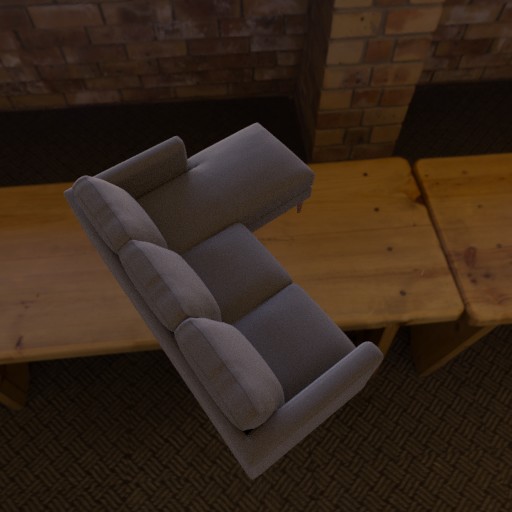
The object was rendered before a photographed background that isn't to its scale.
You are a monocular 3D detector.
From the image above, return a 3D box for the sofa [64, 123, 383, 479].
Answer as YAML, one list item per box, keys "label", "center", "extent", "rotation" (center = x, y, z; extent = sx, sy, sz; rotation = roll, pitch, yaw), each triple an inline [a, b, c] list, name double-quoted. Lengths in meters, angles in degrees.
- label: "sofa"
  center: [0.000, 0.000, 2.877]
  extent: [1.591, 0.897, 2.031]
  rotation: [-33, 63, -19]
